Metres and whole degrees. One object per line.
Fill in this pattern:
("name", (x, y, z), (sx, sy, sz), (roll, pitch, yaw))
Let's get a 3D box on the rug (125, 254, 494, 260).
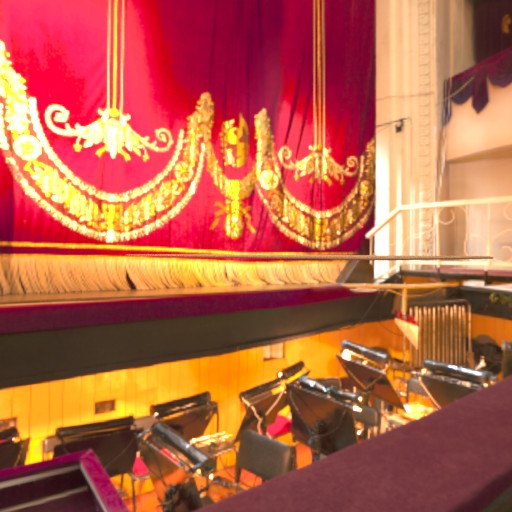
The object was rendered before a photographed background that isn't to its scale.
("rug", (0.000, 0.000, 2.394), (0.662, 0.011, 2.196), (0, 1, -36))
